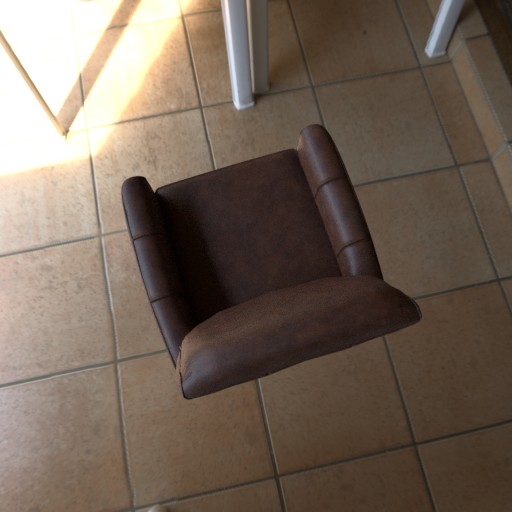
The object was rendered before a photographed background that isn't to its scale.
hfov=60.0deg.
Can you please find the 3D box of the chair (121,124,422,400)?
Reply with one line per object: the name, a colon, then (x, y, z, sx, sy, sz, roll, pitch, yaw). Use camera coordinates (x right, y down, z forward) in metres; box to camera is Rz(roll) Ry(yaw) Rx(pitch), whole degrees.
chair: (0.000, 0.000, 1.670, 0.839, 1.010, 0.850, -17, 75, -5)
